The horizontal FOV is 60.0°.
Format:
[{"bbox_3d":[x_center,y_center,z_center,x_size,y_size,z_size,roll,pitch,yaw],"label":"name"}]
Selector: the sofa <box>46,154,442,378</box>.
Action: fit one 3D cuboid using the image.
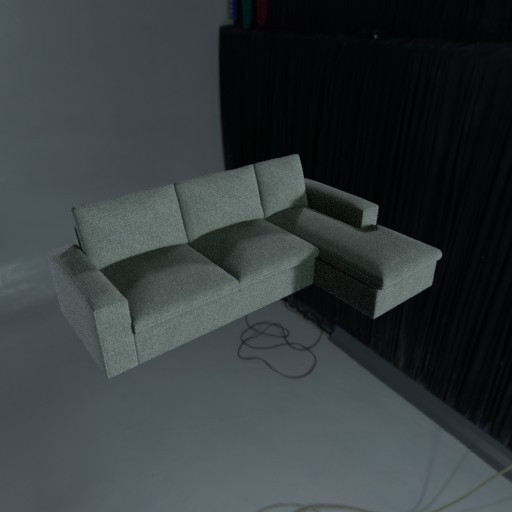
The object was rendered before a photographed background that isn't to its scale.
[{"bbox_3d":[0.000,0.000,3.563,2.718,0.940,1.689,-21,35,-33],"label":"sofa"}]
